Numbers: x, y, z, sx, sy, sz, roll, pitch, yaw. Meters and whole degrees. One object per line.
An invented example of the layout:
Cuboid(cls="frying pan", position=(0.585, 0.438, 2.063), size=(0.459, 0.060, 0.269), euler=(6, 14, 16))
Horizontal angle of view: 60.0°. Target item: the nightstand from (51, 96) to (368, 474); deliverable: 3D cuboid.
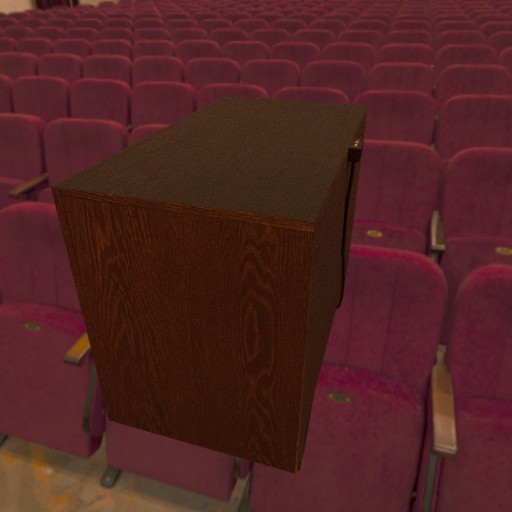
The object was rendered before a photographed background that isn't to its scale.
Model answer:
Cuboid(cls="nightstand", position=(0.000, 0.000, 1.123), size=(0.457, 0.612, 0.775), euler=(9, 32, 15))
